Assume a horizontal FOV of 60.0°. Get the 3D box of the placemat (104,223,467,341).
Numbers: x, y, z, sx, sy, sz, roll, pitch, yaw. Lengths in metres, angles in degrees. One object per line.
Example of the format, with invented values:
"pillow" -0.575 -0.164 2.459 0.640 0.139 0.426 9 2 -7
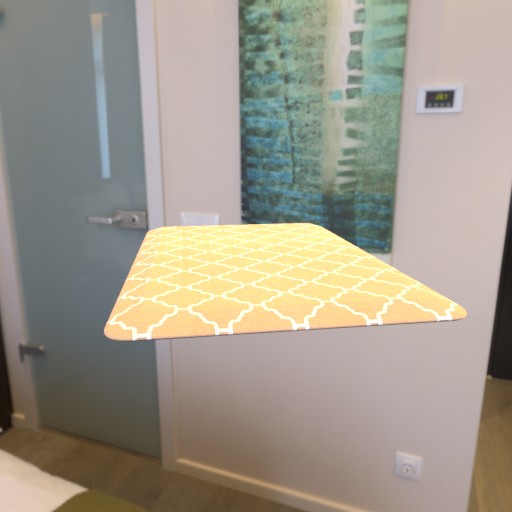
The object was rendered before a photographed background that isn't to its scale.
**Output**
"placemat" 0.000 0.000 0.942 0.508 0.021 0.762 -2 14 -9
